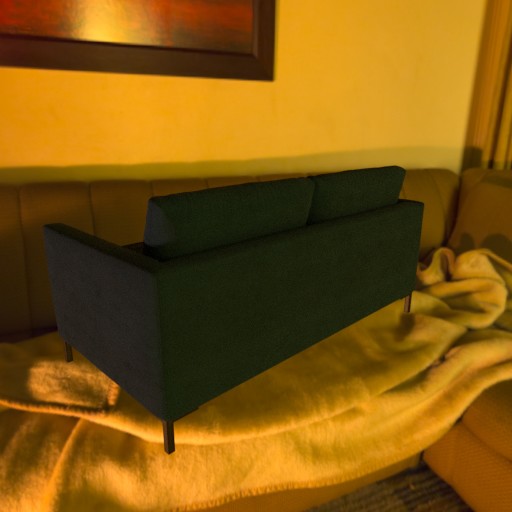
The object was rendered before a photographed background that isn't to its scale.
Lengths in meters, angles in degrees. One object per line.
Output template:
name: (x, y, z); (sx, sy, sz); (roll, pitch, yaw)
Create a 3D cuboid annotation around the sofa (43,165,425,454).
sofa: (0.000, 0.000, 2.134); (1.676, 0.817, 0.875); (-16, 23, -42)
